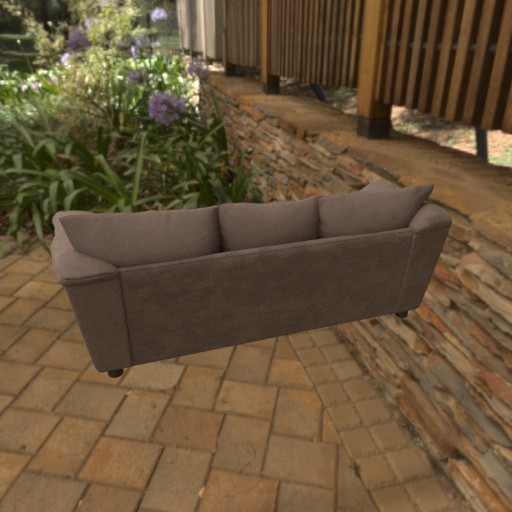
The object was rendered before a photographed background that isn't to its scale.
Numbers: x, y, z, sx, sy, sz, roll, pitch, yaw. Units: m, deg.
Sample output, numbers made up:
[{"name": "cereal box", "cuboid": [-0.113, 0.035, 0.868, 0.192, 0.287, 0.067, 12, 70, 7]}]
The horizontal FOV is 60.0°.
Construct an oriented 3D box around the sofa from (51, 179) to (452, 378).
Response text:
[{"name": "sofa", "cuboid": [0.000, 0.000, 2.854, 2.377, 0.981, 0.893, -8, 27, -17]}]
